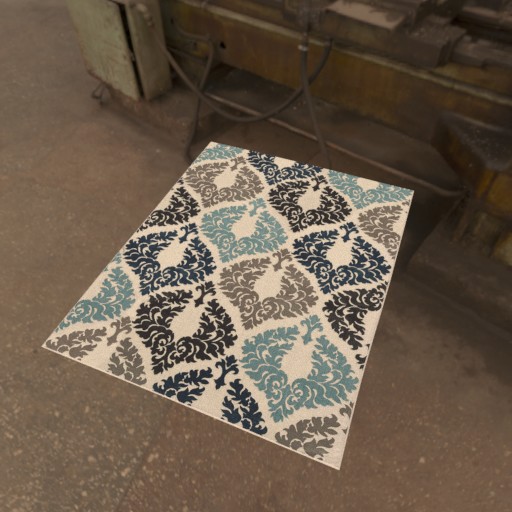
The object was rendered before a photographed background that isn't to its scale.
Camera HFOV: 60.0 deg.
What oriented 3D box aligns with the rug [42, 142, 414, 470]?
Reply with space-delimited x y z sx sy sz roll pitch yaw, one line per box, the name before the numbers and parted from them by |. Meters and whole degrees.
rug | 0.000 0.000 4.117 2.423 0.014 3.040 17 50 15
